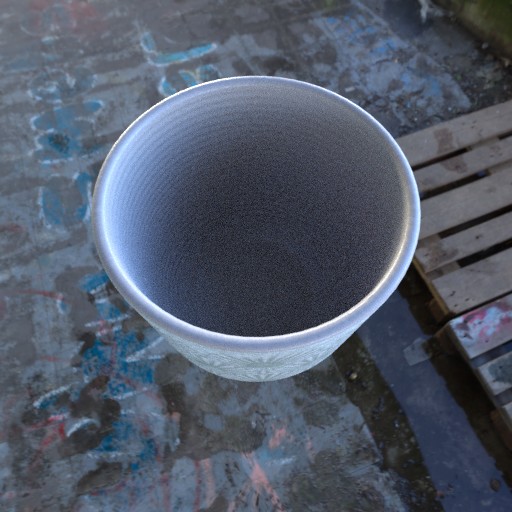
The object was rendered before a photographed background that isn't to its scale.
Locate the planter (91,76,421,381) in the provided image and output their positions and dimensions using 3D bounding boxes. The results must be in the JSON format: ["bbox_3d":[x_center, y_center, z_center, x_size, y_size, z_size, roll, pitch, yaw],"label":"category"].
[{"bbox_3d":[0.000,0.000,0.297,0.170,0.152,0.170,0,63,0],"label":"planter"}]
